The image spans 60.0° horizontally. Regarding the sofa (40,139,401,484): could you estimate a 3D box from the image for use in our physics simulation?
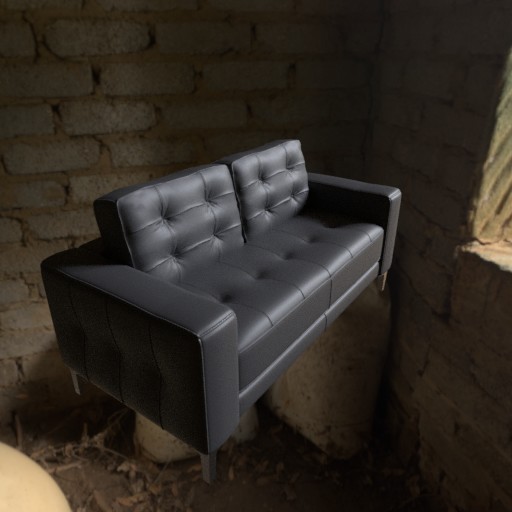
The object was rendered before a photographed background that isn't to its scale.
[{"bbox_3d":[0.000,0.000,2.148,0.833,0.893,1.726,17,31,31],"label":"sofa"}]
